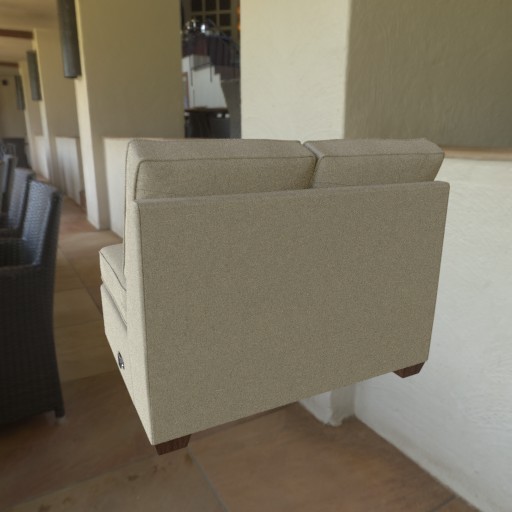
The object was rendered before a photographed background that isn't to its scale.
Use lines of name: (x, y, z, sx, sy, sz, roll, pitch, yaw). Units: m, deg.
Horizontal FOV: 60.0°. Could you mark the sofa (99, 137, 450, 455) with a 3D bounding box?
sofa: (0.000, 0.000, 1.948, 1.237, 1.008, 0.951, -8, 17, -26)
